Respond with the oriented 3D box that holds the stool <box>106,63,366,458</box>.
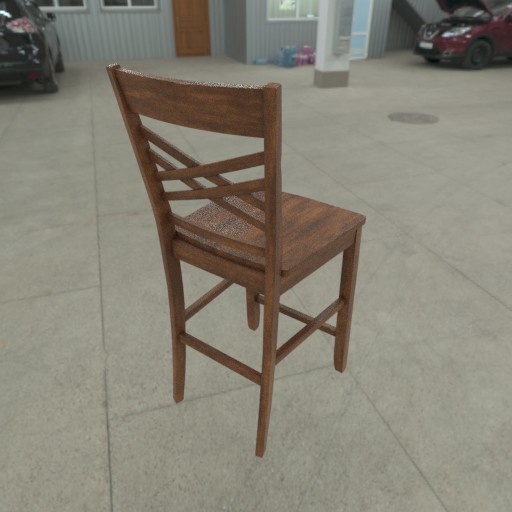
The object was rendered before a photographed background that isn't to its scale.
[{"bbox_3d":[0.000,0.000,1.325,0.462,1.079,0.539,20,36,31],"label":"stool"}]
